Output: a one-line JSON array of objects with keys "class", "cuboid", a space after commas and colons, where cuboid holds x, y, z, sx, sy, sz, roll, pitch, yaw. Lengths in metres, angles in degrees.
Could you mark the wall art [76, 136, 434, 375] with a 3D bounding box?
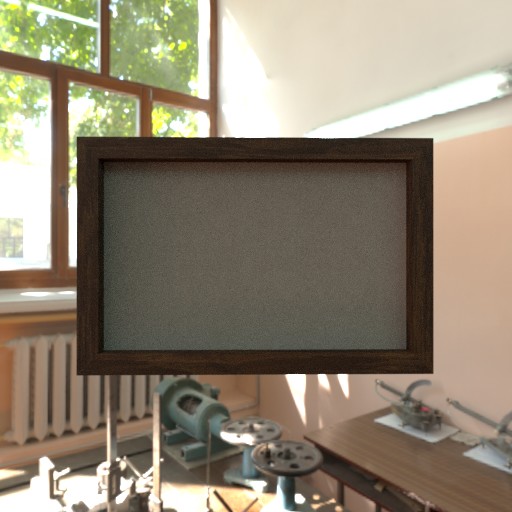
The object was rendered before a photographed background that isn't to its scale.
[{"class": "wall art", "cuboid": [0.000, 0.000, 0.773, 0.609, 0.405, 0.035, 0, 0, -1]}]
